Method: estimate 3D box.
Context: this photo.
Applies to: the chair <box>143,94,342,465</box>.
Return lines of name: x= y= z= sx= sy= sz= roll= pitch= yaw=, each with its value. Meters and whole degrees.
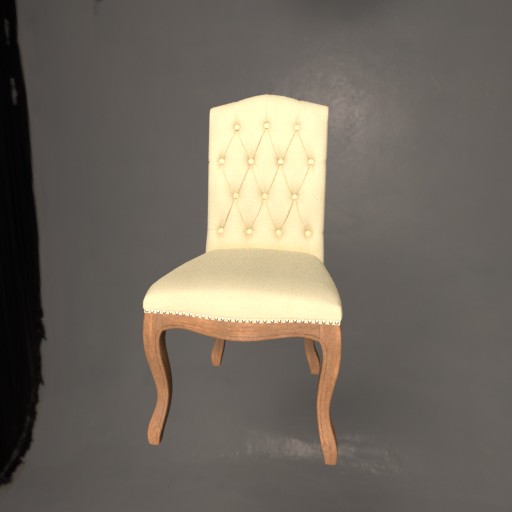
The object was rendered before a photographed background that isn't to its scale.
chair: x=0.000 y=0.000 z=1.605 sx=0.623 sy=1.165 sz=0.715 roll=2 pitch=15 yaw=9
